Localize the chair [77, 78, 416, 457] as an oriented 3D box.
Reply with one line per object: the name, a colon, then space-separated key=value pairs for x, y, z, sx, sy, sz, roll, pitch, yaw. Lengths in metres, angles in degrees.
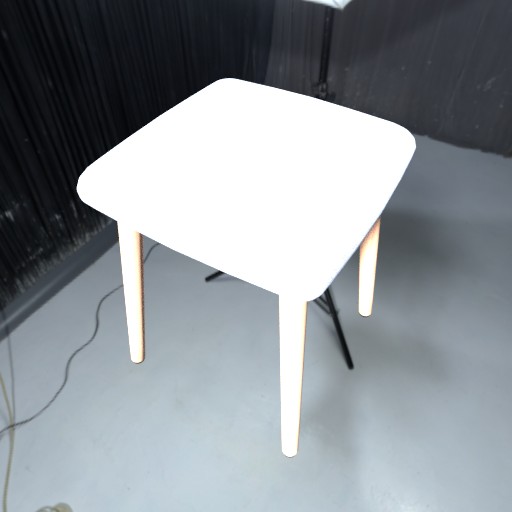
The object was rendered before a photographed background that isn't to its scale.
chair: x=0.000 y=0.000 z=0.709 sx=0.350 sy=0.440 sz=0.350 roll=24 pitch=51 yaw=21
